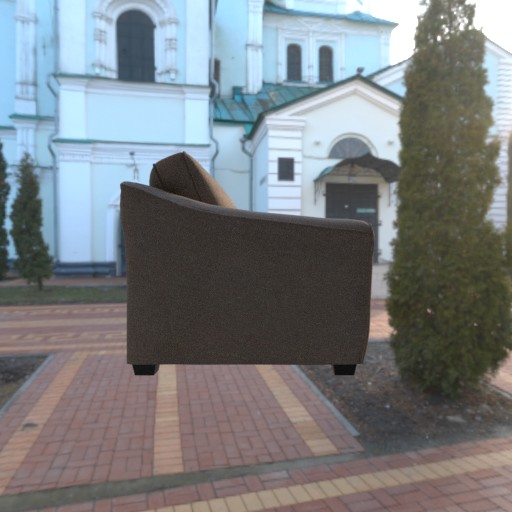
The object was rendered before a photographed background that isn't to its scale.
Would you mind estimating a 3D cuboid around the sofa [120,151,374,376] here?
[{"bbox_3d":[0.000,0.000,2.748,0.986,0.906,2.270,0,1,1],"label":"sofa"}]
